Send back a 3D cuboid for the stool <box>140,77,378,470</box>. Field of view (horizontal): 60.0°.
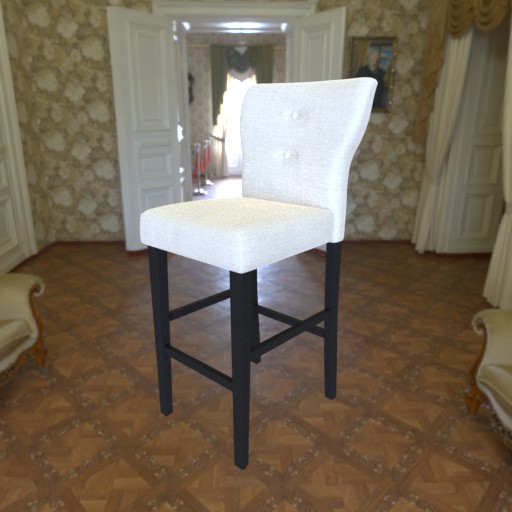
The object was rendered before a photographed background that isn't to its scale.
[{"bbox_3d":[0.000,0.000,1.475,0.516,1.124,0.603,15,22,40],"label":"stool"}]
